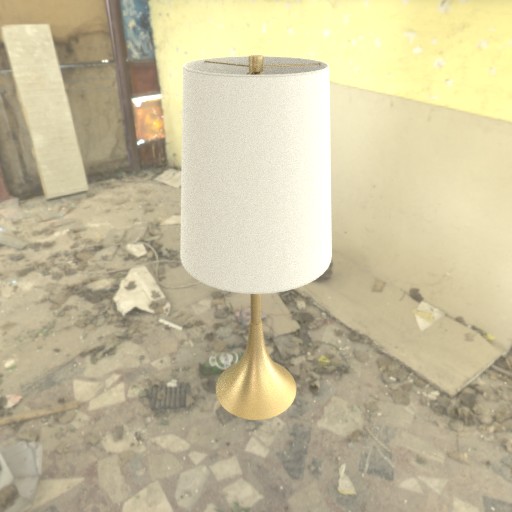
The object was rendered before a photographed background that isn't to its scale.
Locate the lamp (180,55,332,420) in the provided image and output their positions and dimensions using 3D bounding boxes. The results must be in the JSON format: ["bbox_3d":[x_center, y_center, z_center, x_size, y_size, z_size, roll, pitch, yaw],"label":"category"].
[{"bbox_3d":[0.000,0.000,0.688,0.231,0.569,0.231,0,30,0],"label":"lamp"}]
